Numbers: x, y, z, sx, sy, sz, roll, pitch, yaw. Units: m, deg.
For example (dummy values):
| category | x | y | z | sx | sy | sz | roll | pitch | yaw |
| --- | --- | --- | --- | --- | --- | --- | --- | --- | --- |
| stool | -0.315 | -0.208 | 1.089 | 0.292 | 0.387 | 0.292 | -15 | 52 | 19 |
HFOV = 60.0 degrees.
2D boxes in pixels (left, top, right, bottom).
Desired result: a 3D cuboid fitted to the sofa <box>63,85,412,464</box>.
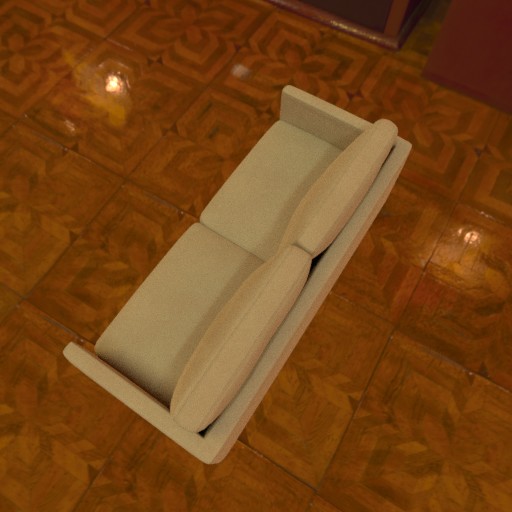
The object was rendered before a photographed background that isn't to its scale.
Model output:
| category | x | y | z | sx | sy | sz | roll | pitch | yaw |
| --- | --- | --- | --- | --- | --- | --- | --- | --- | --- |
| sofa | 0.000 | 0.000 | 2.703 | 0.948 | 0.932 | 2.181 | 31 | 69 | 13 |
